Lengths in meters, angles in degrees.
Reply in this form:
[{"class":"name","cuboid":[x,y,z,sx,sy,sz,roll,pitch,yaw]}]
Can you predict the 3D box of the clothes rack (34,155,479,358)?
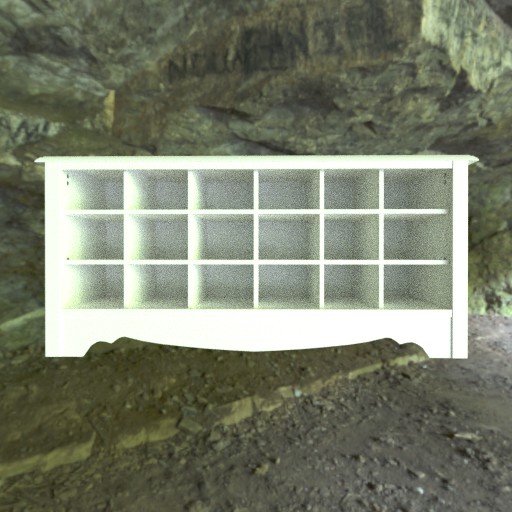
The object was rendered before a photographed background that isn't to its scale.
[{"class":"clothes rack","cuboid":[0.000,0.000,1.418,1.218,0.558,0.405,0,0,1]}]
